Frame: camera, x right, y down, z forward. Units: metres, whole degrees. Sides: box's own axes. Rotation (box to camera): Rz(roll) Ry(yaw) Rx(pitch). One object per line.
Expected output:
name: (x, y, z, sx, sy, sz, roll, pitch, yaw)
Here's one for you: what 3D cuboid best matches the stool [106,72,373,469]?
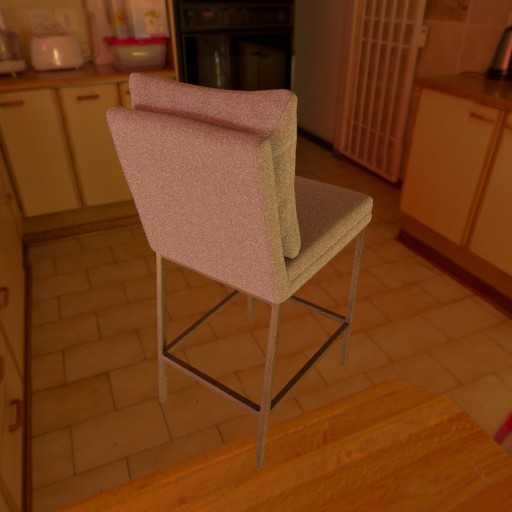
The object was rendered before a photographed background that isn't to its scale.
stool: (0.000, 0.000, 1.301, 0.463, 1.031, 0.569, 21, 37, 30)
